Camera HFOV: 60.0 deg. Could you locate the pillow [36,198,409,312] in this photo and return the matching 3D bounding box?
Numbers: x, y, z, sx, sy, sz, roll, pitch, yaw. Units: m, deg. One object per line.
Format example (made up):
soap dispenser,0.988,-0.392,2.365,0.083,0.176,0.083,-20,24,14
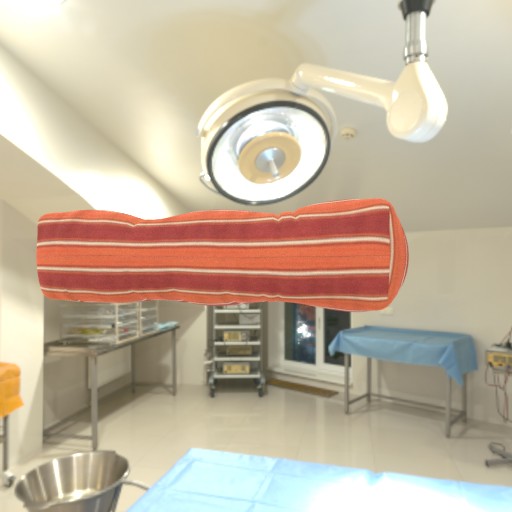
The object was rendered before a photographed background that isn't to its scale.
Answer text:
pillow,0.000,0.000,0.720,0.468,0.133,0.490,0,-1,19
